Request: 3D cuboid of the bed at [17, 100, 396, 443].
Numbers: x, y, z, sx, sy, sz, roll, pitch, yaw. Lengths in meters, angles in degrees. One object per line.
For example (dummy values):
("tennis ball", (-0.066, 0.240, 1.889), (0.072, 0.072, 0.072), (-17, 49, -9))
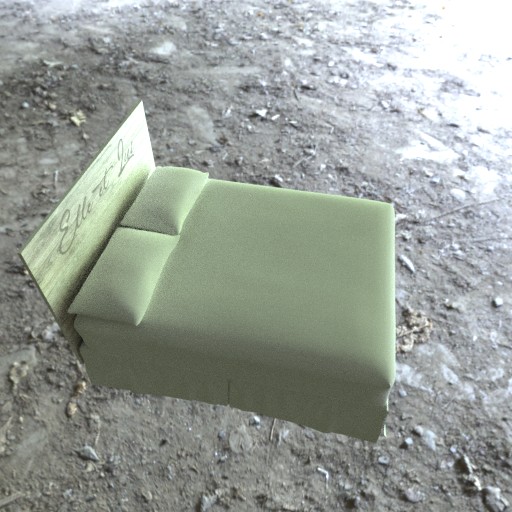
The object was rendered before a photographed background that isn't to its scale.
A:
("bed", (0.000, 0.000, 3.123), (2.094, 1.335, 1.745), (9, 48, 8))
